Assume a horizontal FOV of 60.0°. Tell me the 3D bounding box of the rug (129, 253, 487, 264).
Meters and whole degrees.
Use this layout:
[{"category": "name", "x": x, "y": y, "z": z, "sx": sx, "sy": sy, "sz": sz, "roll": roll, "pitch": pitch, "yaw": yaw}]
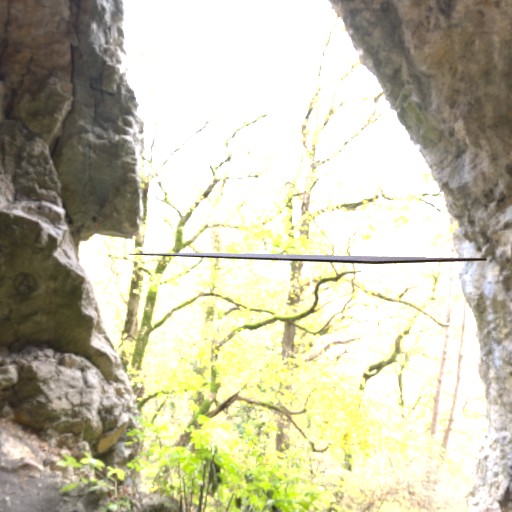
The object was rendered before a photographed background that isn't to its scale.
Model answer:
[{"category": "rug", "x": 0.000, "y": 0.000, "z": 2.536, "sx": 0.687, "sy": 0.011, "sz": 2.287, "roll": -1, "pitch": 1, "yaw": -35}]
